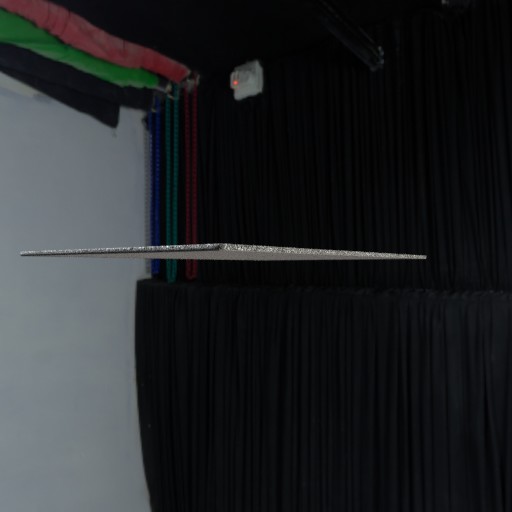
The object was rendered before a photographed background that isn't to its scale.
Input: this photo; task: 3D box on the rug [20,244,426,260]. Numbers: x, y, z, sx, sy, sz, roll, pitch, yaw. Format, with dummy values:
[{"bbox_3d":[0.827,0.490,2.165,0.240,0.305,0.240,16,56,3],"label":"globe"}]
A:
[{"bbox_3d":[0.000,0.000,2.922,1.502,0.025,2.350,-1,-2,37],"label":"rug"}]
